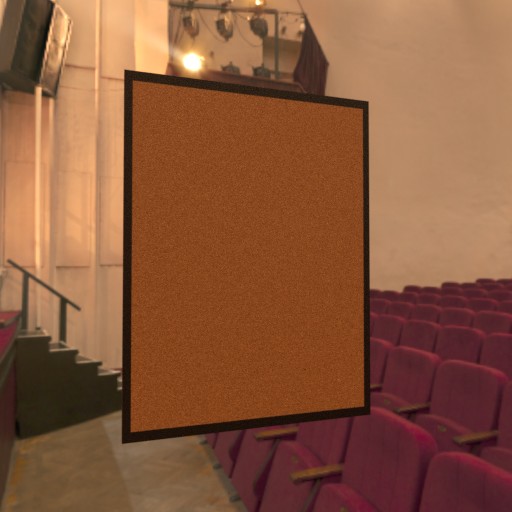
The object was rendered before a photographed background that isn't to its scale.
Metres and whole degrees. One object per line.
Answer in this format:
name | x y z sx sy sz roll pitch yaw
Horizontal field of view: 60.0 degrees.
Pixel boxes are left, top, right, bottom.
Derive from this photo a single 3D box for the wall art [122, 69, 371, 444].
wall art | 0.000 0.000 1.346 0.774 1.027 0.030 0 -1 -18
